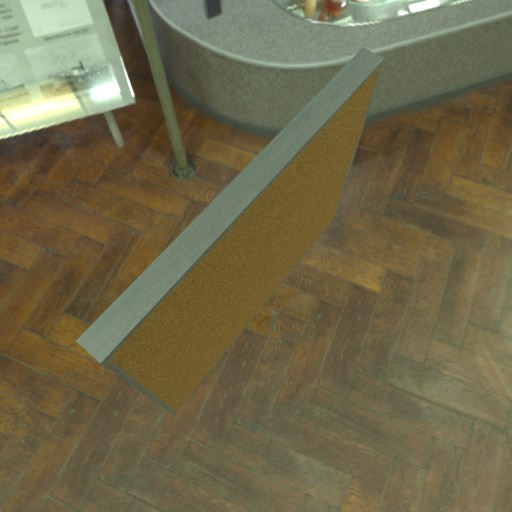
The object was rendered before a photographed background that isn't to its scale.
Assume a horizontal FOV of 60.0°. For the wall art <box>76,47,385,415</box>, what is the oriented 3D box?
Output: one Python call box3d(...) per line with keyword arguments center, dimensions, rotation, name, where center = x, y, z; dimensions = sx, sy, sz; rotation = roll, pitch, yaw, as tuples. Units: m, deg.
box3d(center=(0.000, 0.000, 0.752), dimensions=(0.037, 0.450, 0.557), rotation=(35, 69, 16), name="wall art")
